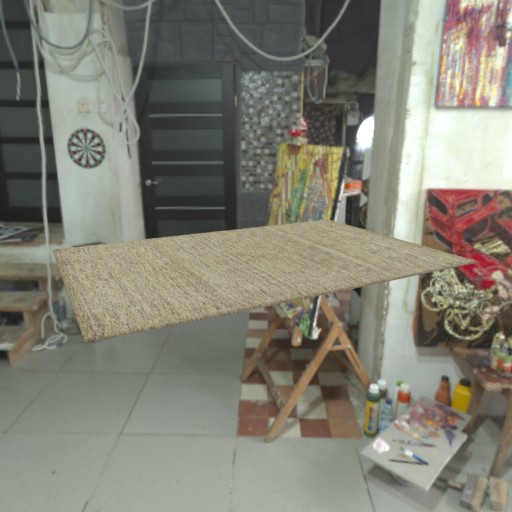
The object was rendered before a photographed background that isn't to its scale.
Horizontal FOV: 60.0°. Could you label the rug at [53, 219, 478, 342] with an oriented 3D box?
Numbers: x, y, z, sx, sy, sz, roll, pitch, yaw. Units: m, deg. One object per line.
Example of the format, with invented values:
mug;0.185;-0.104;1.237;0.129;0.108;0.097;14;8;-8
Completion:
rug;0.000;0.000;2.271;1.822;0.018;1.211;-8;18;-27
